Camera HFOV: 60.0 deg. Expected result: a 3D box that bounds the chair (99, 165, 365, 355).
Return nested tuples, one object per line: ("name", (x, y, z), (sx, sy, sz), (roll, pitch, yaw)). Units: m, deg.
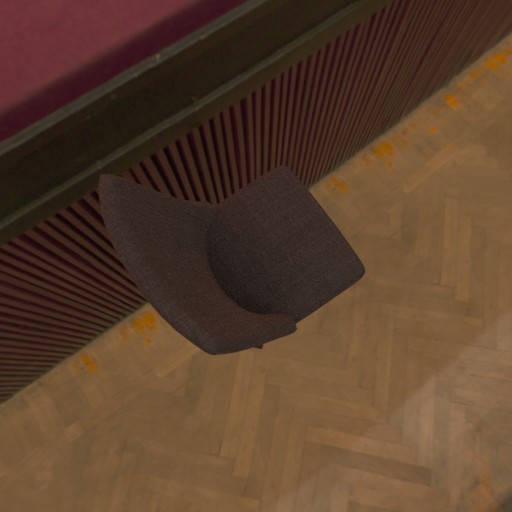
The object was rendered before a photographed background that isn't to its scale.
("chair", (0.000, 0.000, 1.364), (0.577, 1.050, 0.510), (-34, 78, -8))
